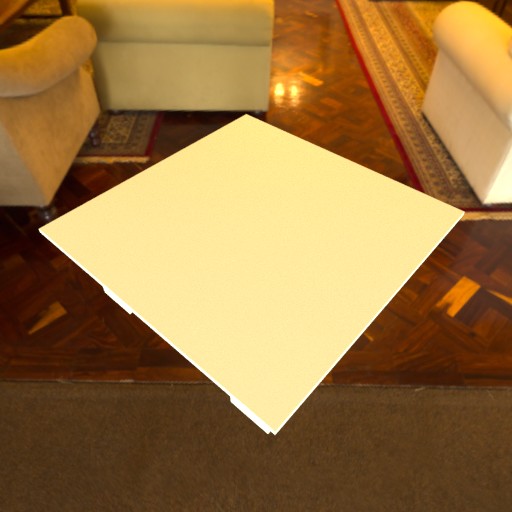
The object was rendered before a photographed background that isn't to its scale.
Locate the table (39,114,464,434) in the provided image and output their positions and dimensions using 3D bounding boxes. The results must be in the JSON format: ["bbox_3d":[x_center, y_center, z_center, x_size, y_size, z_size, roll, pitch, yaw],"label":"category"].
[{"bbox_3d":[0.000,0.000,1.417,0.890,0.305,0.890,33,54,27],"label":"table"}]
